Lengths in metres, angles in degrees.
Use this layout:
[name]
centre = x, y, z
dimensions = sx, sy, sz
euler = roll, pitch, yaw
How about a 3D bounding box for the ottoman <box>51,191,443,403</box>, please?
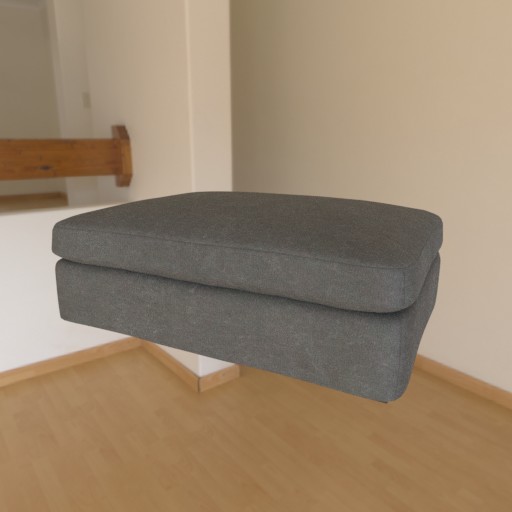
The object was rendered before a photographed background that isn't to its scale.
[ottoman]
centre = 0.000, 0.000, 1.610
dimensions = 1.199, 0.429, 0.840
euler = 7, 17, 26
